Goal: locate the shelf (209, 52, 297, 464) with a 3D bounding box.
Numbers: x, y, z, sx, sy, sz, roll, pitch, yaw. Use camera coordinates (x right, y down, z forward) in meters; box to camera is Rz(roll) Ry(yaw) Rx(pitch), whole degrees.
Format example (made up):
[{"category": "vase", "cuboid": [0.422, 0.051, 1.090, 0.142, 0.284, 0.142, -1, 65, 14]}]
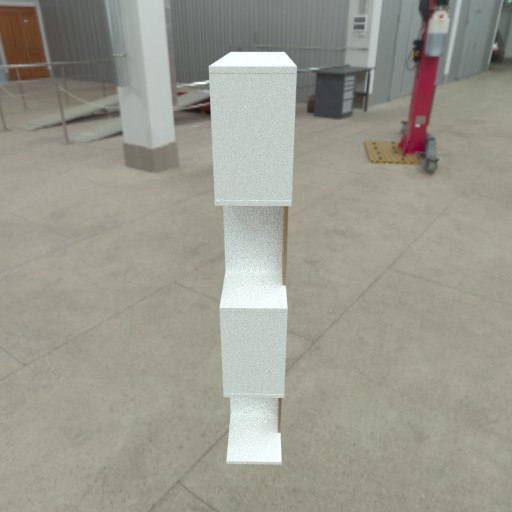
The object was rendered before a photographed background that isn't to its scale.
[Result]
[{"category": "shelf", "cuboid": [0.000, 0.000, 2.016, 0.250, 1.650, 0.890, 0, 27, 1]}]
